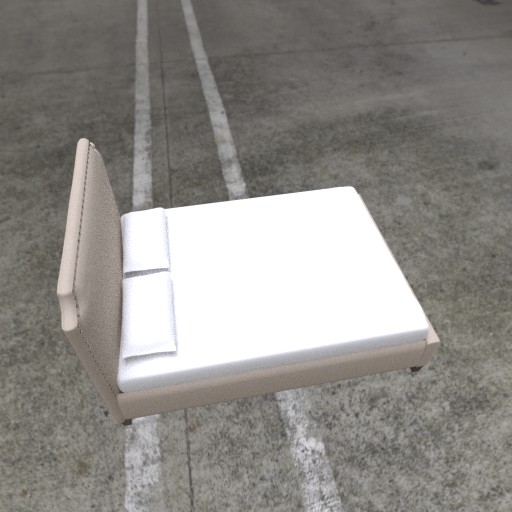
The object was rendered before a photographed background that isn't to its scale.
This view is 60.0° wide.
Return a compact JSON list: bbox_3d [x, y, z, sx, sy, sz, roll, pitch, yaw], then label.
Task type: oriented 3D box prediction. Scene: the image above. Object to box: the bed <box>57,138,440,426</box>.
[{"bbox_3d":[0.000,0.000,3.369,2.372,1.443,1.713,-8,48,-7],"label":"bed"}]
